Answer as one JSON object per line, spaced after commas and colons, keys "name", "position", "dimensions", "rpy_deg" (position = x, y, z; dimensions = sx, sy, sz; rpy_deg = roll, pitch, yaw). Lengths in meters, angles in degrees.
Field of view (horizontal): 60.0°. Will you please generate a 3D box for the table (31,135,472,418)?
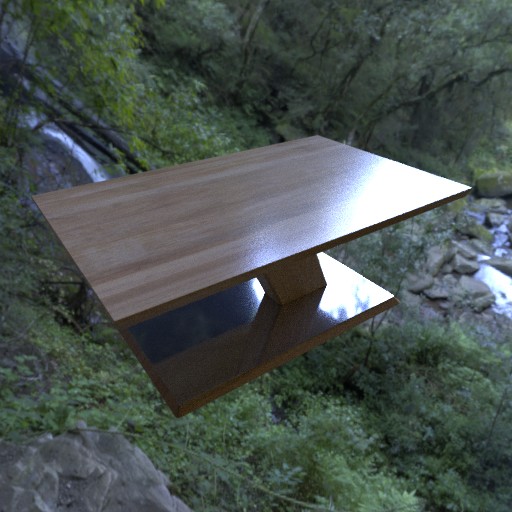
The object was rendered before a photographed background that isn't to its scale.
{"name": "table", "position": [0.000, 0.000, 1.416], "dimensions": [1.100, 0.441, 0.692], "rpy_deg": [-20, 36, -29]}
